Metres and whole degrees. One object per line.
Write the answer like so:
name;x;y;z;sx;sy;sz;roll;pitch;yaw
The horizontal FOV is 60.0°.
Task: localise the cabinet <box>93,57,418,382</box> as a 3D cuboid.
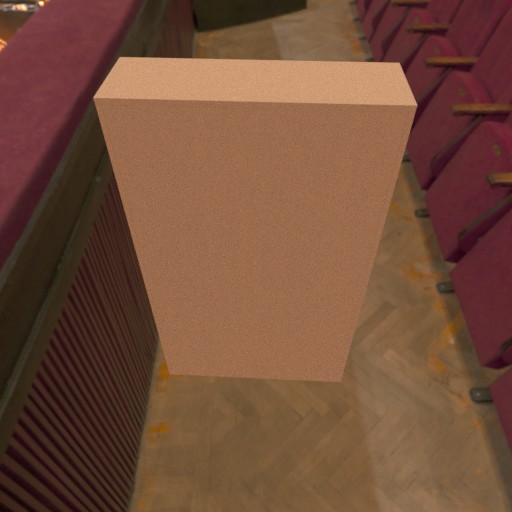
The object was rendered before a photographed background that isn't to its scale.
cabinet;0.000;0.000;1.569;0.750;1.280;0.250;2;46;2
